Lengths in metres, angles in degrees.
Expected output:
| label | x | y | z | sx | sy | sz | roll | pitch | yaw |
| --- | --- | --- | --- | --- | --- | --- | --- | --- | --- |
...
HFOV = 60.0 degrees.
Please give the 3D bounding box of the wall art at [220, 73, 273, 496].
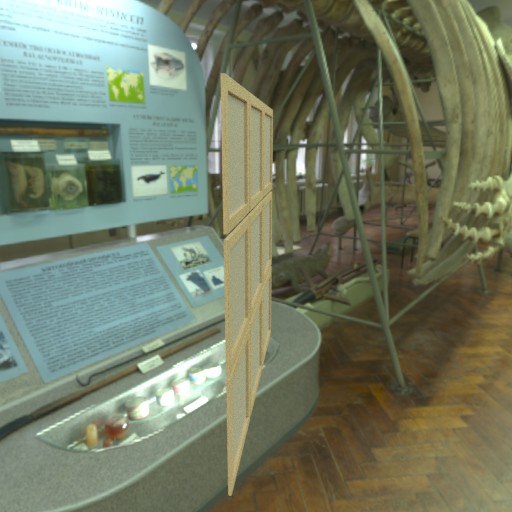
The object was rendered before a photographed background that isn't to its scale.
| label | x | y | z | sx | sy | sz | roll | pitch | yaw |
| --- | --- | --- | --- | --- | --- | --- | --- | --- | --- |
| wall art | 0.000 | 0.000 | 2.237 | 0.014 | 1.507 | 1.519 | 2 | 14 | 7 |
